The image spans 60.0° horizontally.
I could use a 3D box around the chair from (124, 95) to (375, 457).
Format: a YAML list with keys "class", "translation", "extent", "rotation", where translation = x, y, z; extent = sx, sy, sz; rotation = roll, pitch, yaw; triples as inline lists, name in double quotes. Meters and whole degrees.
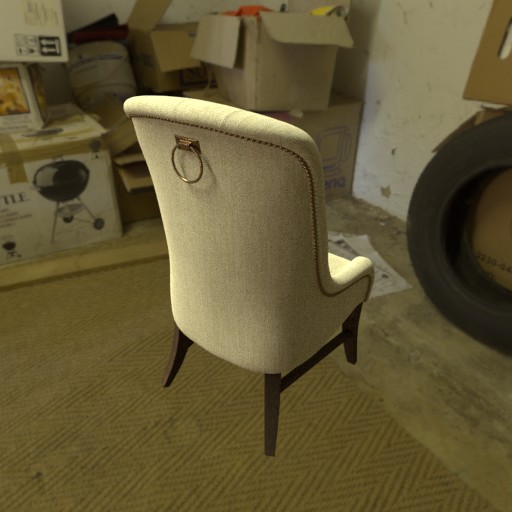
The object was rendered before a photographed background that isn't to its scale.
- class: "chair"
  translation: [0.000, 0.000, 1.493]
  extent: [0.634, 1.091, 0.629]
  rotation: [21, 36, 32]
